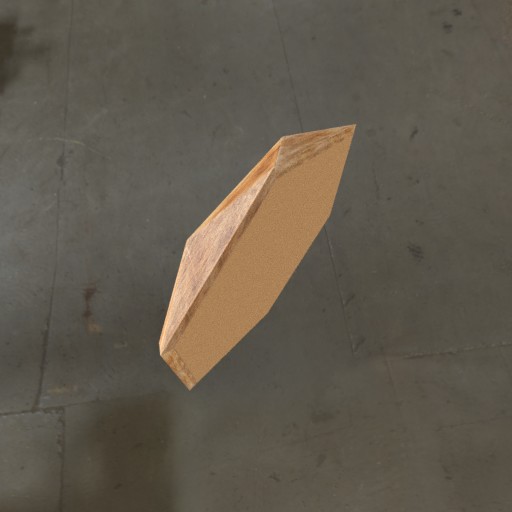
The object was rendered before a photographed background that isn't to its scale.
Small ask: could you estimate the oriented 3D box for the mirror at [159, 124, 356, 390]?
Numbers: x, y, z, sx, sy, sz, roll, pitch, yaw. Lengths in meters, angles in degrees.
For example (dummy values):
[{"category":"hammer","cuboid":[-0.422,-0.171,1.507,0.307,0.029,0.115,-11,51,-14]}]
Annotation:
[{"category":"mirror","cuboid":[0.000,0.000,1.101,0.091,0.779,0.675,34,69,15]}]
